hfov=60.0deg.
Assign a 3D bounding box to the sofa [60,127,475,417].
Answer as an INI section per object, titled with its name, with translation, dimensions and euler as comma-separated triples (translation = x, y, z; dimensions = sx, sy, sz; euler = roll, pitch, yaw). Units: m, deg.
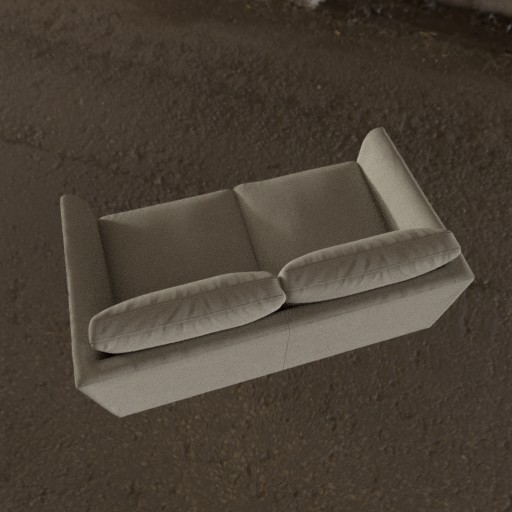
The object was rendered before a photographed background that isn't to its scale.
[sofa]
translation = 0.000, 0.000, 2.446
dimensions = 1.905, 0.839, 1.091
euler = -14, 60, -8
